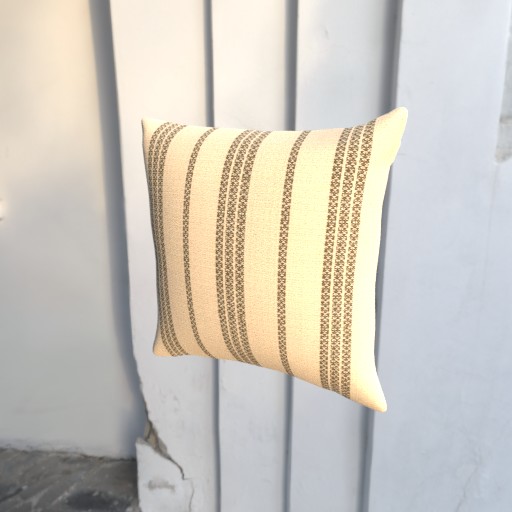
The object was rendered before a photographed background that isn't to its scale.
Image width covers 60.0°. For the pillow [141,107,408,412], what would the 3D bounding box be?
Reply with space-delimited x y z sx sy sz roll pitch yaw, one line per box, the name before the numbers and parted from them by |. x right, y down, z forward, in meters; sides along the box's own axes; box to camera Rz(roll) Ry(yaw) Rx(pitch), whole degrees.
pillow | 0.000 0.000 0.659 0.405 0.406 0.173 7 15 25
